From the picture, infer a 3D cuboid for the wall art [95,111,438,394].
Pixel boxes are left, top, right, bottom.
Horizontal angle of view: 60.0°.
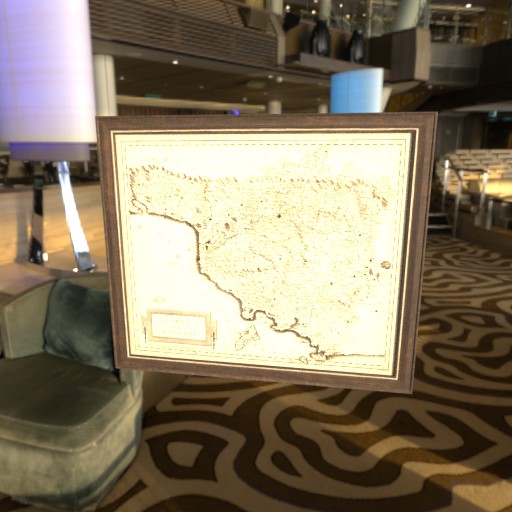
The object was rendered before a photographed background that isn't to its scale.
[{"bbox_3d":[0.000,0.000,1.434,1.033,0.875,0.023,2,14,10],"label":"wall art"}]
